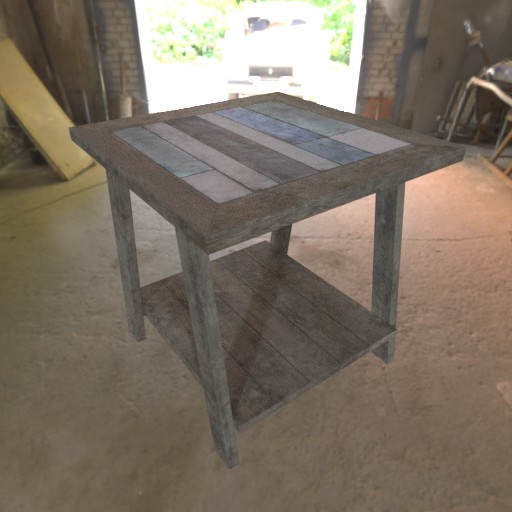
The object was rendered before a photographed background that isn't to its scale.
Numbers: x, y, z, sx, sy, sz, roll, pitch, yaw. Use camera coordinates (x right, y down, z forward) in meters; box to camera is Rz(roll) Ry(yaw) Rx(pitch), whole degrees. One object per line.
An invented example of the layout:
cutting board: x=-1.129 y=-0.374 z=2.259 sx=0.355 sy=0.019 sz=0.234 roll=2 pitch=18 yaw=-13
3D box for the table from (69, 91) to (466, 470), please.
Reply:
table: x=0.000 y=0.000 z=1.115 sx=0.610 sy=0.610 sz=0.610 roll=-22 pitch=39 yaw=-30
